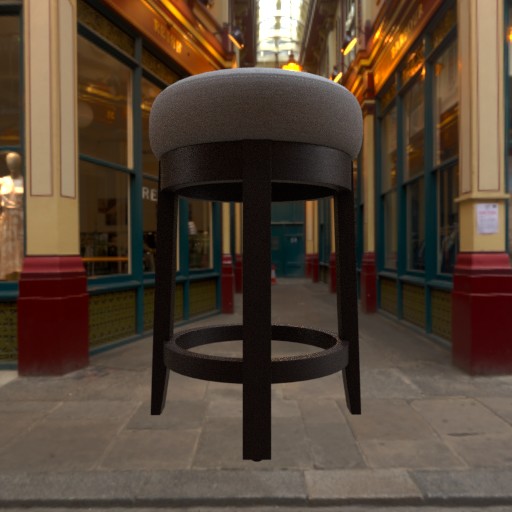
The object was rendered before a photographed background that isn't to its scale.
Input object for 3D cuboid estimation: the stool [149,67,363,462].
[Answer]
[{"bbox_3d":[0.000,0.000,0.946,0.443,0.672,0.443,0,1,0],"label":"stool"}]
